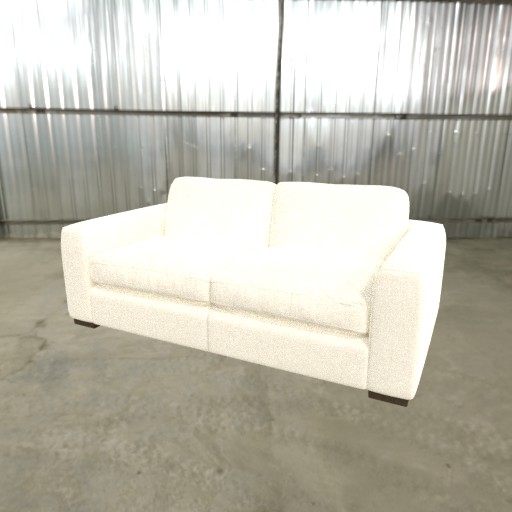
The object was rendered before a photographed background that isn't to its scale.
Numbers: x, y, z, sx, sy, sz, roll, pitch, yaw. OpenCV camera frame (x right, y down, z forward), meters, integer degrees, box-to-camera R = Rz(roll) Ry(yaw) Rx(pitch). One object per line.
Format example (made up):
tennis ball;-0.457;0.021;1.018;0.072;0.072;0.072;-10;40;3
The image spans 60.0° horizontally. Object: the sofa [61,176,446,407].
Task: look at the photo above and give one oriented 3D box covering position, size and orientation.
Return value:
sofa;0.000;0.000;2.507;1.920;0.801;1.069;7;17;25
